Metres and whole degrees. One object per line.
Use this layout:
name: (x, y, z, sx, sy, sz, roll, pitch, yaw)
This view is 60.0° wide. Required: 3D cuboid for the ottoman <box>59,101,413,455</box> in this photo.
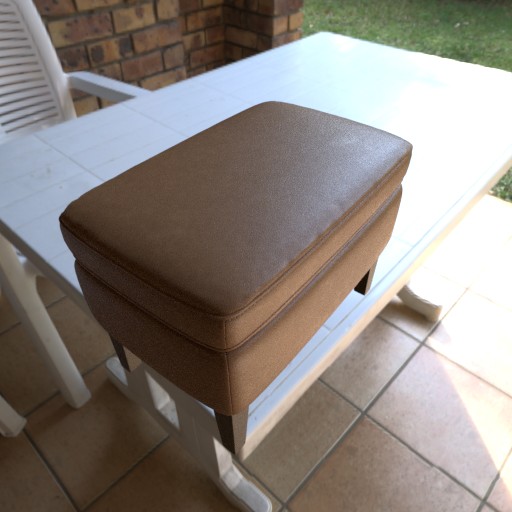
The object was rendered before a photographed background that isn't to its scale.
ottoman: (0.000, 0.000, 0.998, 0.420, 0.480, 0.670, 27, 48, 27)
